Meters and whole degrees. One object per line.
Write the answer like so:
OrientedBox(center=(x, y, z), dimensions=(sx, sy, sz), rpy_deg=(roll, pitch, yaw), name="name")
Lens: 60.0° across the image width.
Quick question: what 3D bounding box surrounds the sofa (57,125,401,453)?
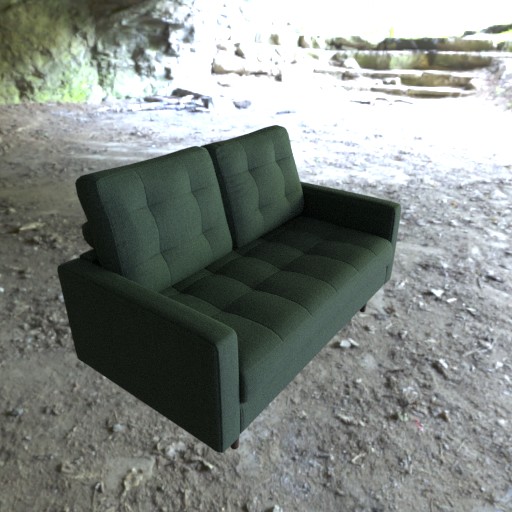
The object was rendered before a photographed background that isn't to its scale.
OrientedBox(center=(0.000, 0.000, 1.955), dimensions=(0.842, 0.907, 1.407), rpy_deg=(19, 32, 32), name="sofa")
